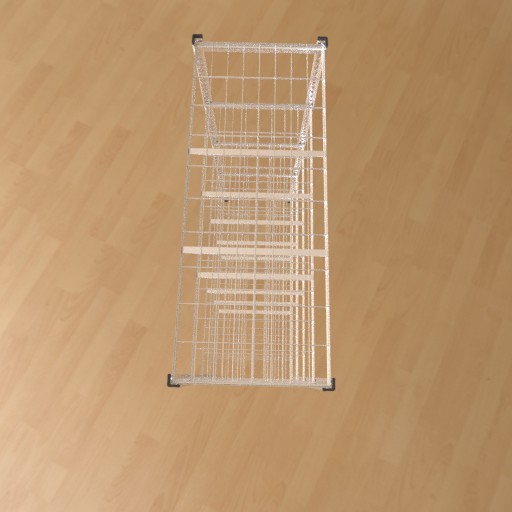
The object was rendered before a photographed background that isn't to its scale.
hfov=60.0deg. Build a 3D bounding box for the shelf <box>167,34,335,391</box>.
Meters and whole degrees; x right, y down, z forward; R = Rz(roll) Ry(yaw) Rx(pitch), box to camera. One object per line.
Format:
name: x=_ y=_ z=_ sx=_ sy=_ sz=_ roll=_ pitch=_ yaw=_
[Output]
shelf: x=0.000 y=0.000 z=2.749 sx=0.610 sy=1.981 sz=1.524 roll=1 pitch=75 yaw=0
